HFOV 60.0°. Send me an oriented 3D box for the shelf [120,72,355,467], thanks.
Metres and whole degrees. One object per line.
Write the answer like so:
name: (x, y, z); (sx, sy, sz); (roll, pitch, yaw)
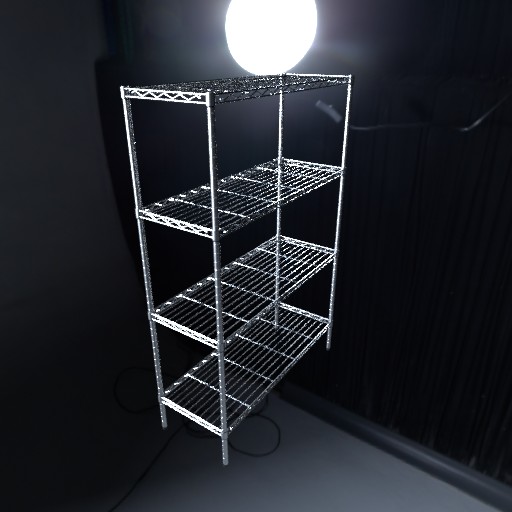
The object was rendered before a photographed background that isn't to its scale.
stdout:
shelf: (0.000, 0.000, 1.834); (0.352, 1.360, 0.907); (17, 30, 31)
